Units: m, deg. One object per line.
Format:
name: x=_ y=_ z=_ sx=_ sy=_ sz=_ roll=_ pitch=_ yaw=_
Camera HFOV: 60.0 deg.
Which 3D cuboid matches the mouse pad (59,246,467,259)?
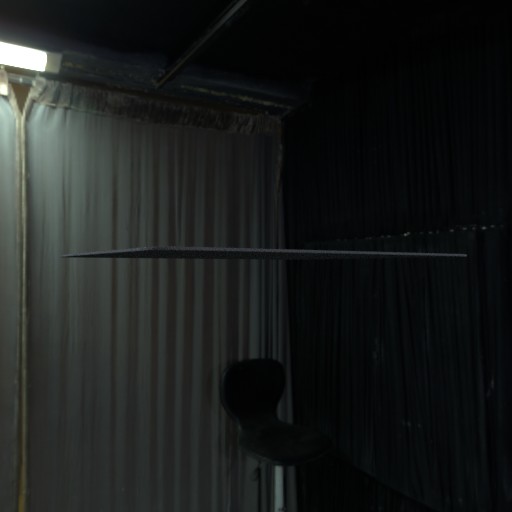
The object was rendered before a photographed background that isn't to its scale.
mouse pad: x=0.000 y=0.000 z=0.433 sx=0.315 sy=0.002 sz=0.269 roll=1 pitch=-2 yaw=-35
